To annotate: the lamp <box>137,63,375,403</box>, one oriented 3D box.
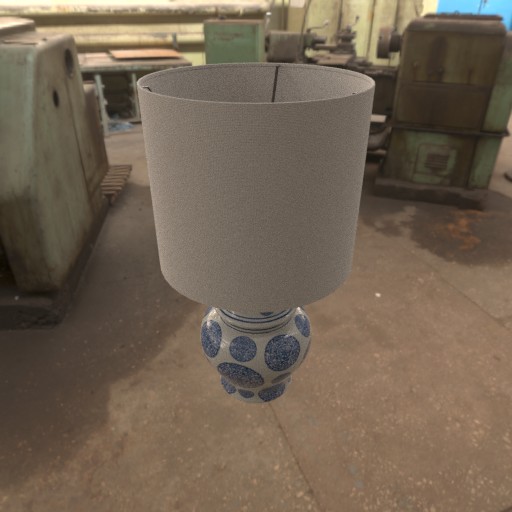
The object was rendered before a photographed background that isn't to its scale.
[{"bbox_3d":[0.000,0.000,0.506,0.215,0.381,0.215,-10,32,-16],"label":"lamp"}]
